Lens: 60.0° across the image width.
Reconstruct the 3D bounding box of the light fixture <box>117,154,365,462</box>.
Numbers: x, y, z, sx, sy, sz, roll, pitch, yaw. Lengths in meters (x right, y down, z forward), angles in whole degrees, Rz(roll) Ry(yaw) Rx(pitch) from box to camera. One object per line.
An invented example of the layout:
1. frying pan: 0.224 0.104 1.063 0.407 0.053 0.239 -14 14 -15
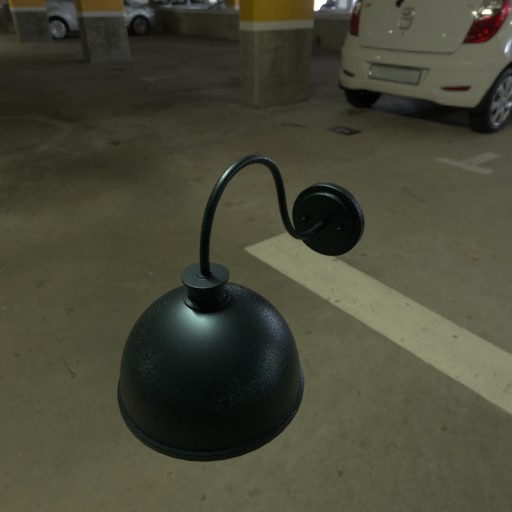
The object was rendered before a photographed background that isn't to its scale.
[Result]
1. light fixture: 0.000 0.000 0.617 0.253 0.295 0.467 19 35 29
